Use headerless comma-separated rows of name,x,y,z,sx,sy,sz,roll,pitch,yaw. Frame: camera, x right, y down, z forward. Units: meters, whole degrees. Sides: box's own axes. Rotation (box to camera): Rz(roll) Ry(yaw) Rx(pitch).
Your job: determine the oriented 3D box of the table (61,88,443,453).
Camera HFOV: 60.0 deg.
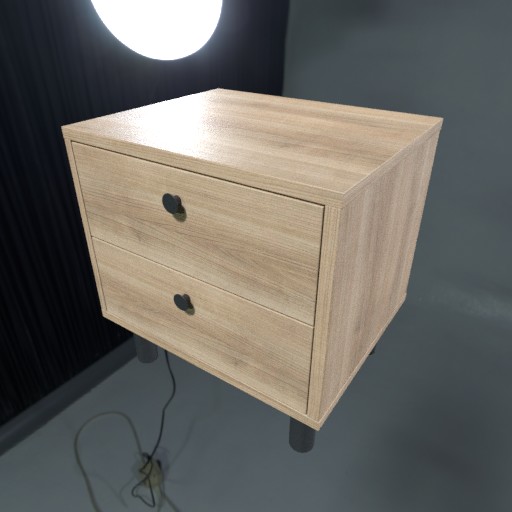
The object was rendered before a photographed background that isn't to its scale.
table,0.000,0.000,0.777,0.445,0.460,0.380,19,36,29
